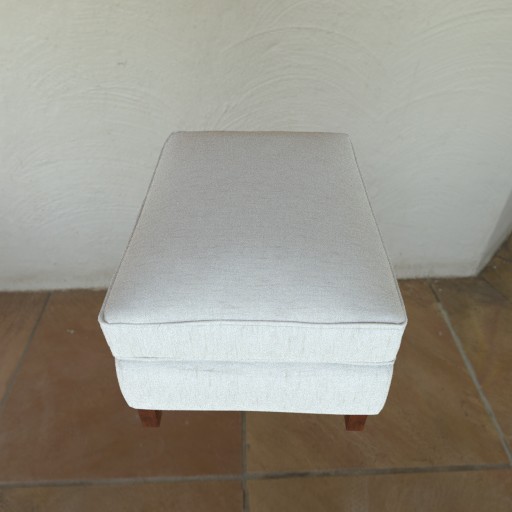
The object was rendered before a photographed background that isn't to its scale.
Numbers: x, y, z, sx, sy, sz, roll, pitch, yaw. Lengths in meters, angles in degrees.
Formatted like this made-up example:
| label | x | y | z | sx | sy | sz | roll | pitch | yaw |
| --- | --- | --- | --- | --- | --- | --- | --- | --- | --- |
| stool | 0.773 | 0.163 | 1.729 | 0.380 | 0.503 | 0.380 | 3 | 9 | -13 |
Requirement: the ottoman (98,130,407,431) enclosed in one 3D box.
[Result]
| label | x | y | z | sx | sy | sz | roll | pitch | yaw |
| --- | --- | --- | --- | --- | --- | --- | --- | --- | --- |
| ottoman | 0.000 | 0.000 | 0.982 | 0.501 | 0.406 | 0.665 | 1 | 40 | 1 |
